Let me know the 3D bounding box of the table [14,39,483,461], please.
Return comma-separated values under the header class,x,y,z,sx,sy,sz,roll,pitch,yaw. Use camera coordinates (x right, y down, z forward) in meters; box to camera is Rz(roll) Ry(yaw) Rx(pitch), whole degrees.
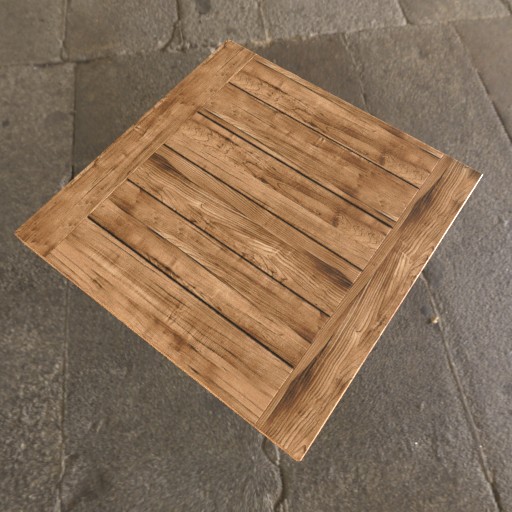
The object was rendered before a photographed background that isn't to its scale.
class,x,y,z,sx,sy,sz,roll,pitch,yaw
table,0.000,0.000,1.011,0.610,0.457,0.610,34,69,15
